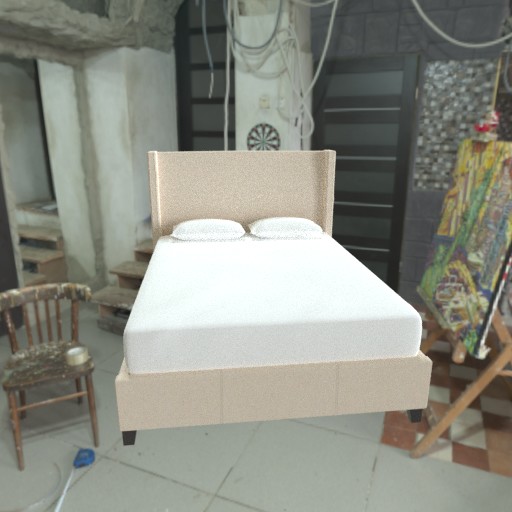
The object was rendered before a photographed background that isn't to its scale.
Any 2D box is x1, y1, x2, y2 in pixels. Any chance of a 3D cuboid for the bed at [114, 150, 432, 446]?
[{"bbox_3d":[0.000,0.000,3.425,1.778,1.471,2.293,-2,17,-6],"label":"bed"}]
